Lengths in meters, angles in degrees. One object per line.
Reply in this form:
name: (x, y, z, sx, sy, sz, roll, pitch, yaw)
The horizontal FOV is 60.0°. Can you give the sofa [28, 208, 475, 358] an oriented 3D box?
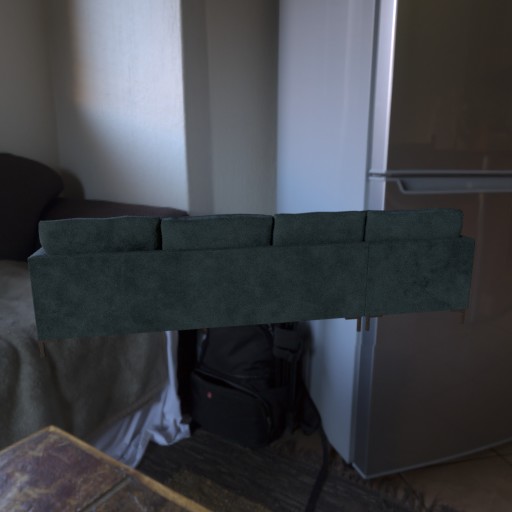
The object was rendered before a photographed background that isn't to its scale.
sofa: (0.000, 0.000, 4.022, 3.400, 0.967, 1.500, -3, 14, -10)
